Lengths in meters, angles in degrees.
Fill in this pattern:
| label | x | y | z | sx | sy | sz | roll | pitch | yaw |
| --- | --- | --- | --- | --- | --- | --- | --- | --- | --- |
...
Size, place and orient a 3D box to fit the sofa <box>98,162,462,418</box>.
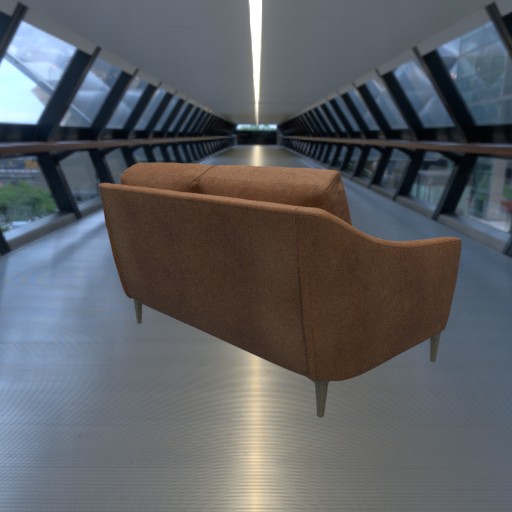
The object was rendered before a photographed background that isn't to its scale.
| label | x | y | z | sx | sy | sz | roll | pitch | yaw |
| --- | --- | --- | --- | --- | --- | --- | --- | --- | --- |
| sofa | 0.000 | 0.000 | 2.182 | 1.619 | 0.902 | 0.960 | 13 | 19 | 43 |
